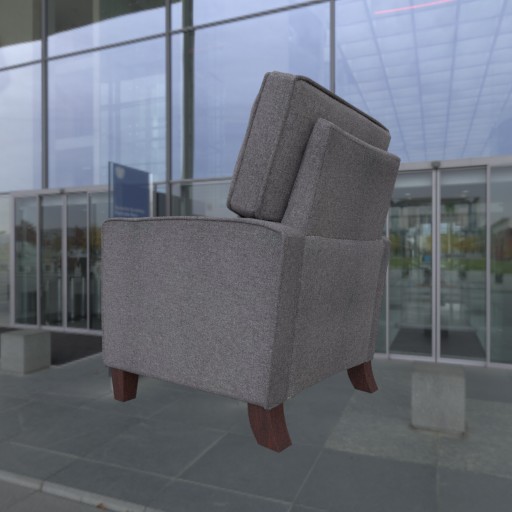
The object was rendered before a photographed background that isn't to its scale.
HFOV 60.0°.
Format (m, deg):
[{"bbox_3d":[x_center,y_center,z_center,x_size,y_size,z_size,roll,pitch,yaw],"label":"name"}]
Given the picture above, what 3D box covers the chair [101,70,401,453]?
[{"bbox_3d":[0.000,0.000,1.407,0.775,0.889,0.650,0,0,37],"label":"chair"}]
